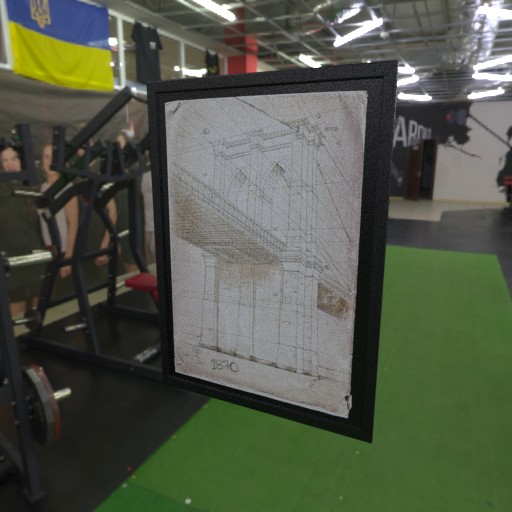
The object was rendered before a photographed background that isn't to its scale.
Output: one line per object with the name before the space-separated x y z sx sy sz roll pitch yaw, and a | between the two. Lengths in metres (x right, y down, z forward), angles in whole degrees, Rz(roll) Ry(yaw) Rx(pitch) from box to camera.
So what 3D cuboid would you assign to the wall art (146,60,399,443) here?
wall art | 0.000 0.000 1.249 0.707 0.967 0.013 7 15 26
